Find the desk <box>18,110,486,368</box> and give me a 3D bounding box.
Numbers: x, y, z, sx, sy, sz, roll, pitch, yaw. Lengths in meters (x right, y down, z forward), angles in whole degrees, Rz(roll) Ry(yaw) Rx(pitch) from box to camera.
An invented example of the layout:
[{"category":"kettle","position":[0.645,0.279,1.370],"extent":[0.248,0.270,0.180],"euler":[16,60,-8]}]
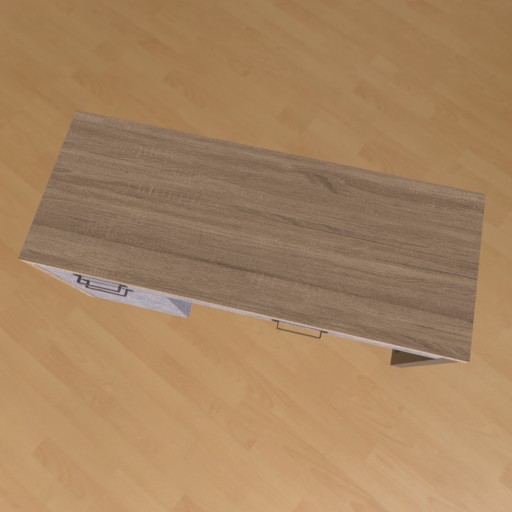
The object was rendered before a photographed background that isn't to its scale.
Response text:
[{"category":"desk","position":[0.000,0.000,2.073],"extent":[1.700,0.760,0.690],"euler":[12,74,4]}]
